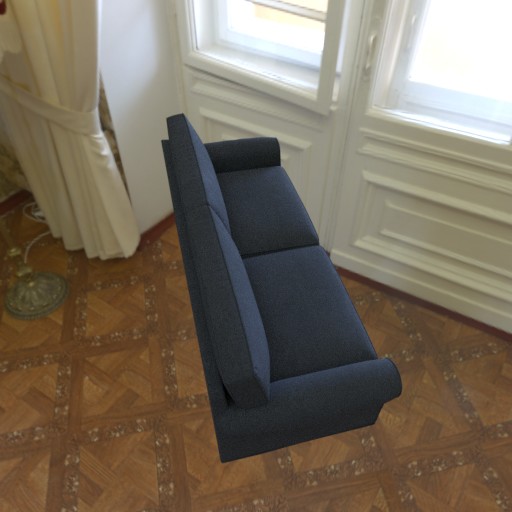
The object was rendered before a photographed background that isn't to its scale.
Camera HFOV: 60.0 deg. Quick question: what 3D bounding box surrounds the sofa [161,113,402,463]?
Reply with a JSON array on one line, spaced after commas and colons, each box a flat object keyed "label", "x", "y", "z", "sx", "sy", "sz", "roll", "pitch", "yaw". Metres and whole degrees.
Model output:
[{"label": "sofa", "x": 0.000, "y": 0.000, "z": 2.960, "sx": 0.954, "sy": 1.026, "sz": 2.391, "roll": -10, "pitch": 47, "yaw": -10}]
